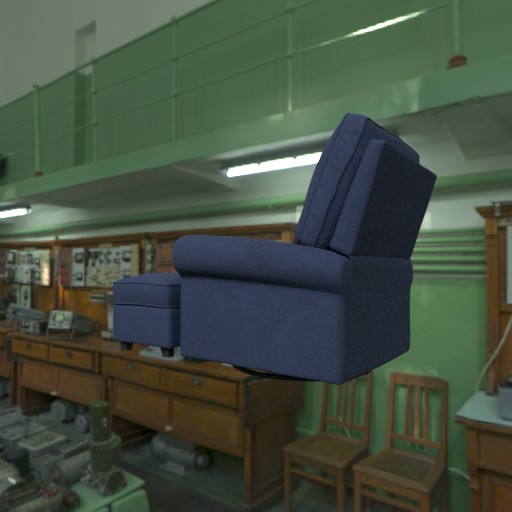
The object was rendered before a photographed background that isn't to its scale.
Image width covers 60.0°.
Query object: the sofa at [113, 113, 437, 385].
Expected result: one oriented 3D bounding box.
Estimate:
[{"bbox_3d":[0.000,0.000,2.093,1.478,0.959,0.880,-1,-2,36],"label":"sofa"}]
